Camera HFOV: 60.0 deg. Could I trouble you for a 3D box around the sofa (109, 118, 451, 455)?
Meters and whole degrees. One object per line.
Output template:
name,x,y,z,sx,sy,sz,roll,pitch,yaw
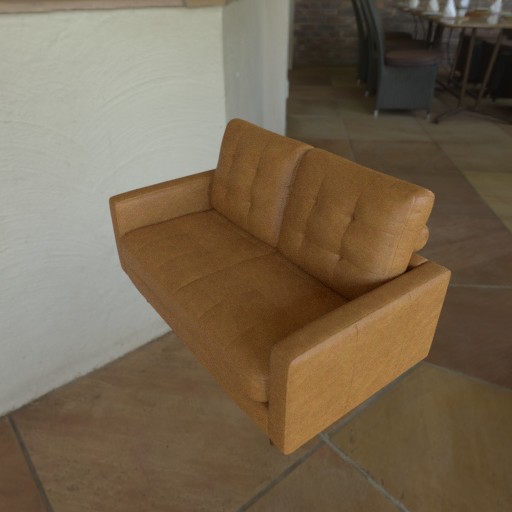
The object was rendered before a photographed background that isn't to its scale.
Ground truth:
sofa,0.000,0.000,1.999,0.868,0.898,1.430,-22,38,-30
